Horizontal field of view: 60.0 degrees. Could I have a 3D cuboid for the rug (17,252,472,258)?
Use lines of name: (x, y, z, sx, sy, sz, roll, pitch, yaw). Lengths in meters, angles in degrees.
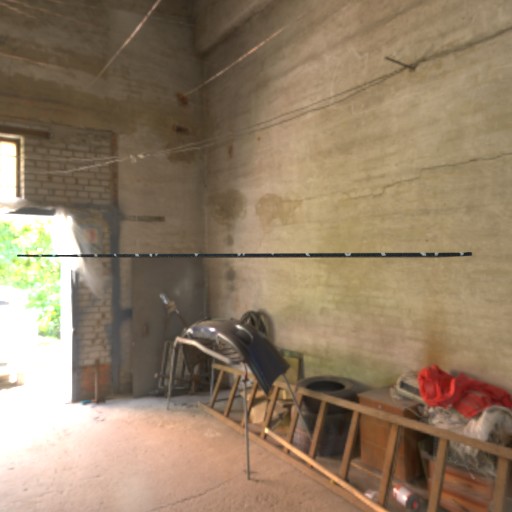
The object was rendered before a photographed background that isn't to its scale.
rug: (0.000, 0.000, 2.234, 1.830, 0.013, 1.223, 0, 0, 19)
